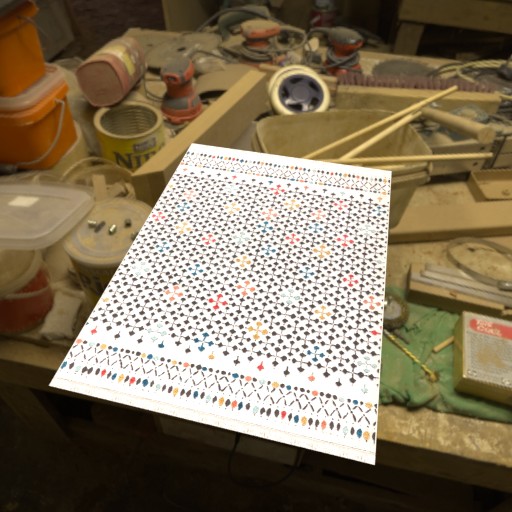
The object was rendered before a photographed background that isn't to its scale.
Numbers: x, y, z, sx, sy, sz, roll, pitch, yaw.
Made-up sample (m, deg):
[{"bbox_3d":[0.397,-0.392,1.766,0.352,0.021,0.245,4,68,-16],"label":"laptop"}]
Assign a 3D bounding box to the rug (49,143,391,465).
[{"bbox_3d":[0.000,0.000,4.105,2.354,0.007,3.196,10,49,9],"label":"rug"}]
